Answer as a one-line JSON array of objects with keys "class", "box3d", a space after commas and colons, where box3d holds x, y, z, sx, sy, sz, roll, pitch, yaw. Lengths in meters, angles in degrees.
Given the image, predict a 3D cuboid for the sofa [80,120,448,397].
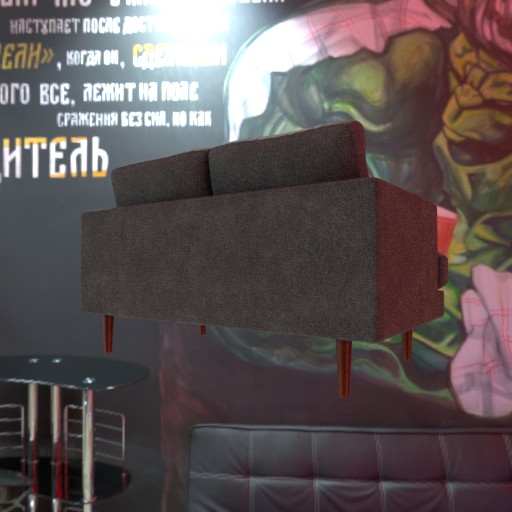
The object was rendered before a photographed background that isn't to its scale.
[{"class": "sofa", "box3d": [0.000, 0.000, 2.151, 1.582, 0.956, 0.903, -1, -1, 35]}]
